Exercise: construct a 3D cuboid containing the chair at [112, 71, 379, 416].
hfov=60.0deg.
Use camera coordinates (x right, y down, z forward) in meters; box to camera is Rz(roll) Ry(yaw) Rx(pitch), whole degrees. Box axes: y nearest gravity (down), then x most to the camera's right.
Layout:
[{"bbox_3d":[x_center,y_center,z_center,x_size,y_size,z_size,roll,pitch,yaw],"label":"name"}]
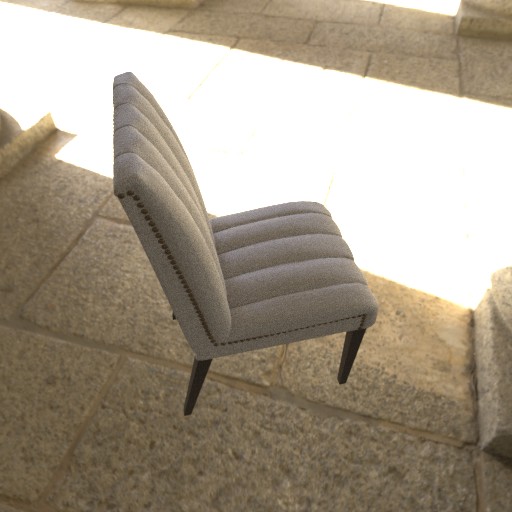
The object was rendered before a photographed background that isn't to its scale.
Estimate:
[{"bbox_3d":[0.000,0.000,1.364,0.647,1.016,0.511,-9,47,-9],"label":"chair"}]
